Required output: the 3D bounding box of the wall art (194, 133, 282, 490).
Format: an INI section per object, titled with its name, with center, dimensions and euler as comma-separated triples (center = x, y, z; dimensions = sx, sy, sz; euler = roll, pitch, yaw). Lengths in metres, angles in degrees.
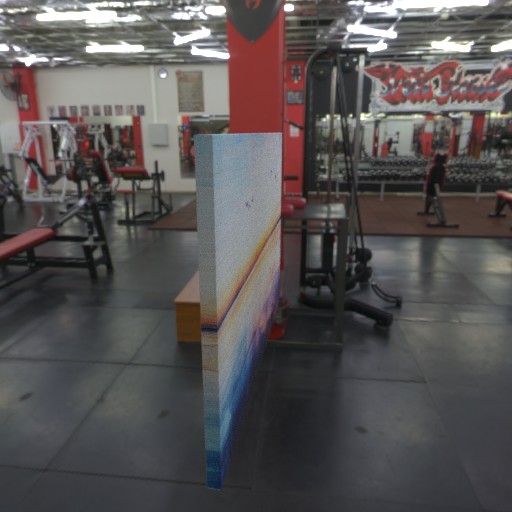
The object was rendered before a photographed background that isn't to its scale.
[wall art]
center = 0.000, 0.000, 1.418
dimensions = 0.034, 0.756, 1.137
euler = 3, 16, 9
